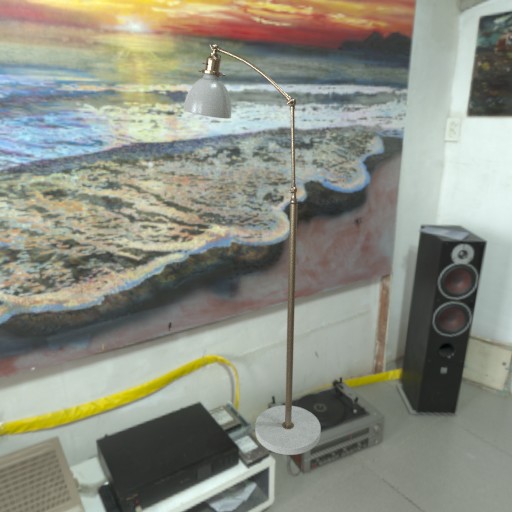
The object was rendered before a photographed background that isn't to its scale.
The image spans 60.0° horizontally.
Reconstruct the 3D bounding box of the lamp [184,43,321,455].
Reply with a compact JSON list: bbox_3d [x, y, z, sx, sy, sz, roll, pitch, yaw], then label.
[{"bbox_3d":[0.000,0.000,1.793,0.599,1.586,0.288,8,19,25],"label":"lamp"}]
